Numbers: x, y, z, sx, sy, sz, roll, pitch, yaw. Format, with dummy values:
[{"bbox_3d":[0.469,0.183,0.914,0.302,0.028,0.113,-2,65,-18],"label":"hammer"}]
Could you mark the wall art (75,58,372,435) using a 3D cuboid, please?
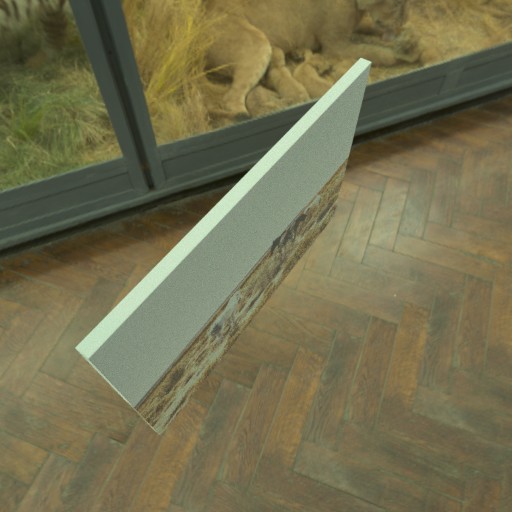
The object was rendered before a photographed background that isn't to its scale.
[{"bbox_3d":[0.000,0.000,1.889,0.051,1.016,1.520,31,63,18],"label":"wall art"}]
